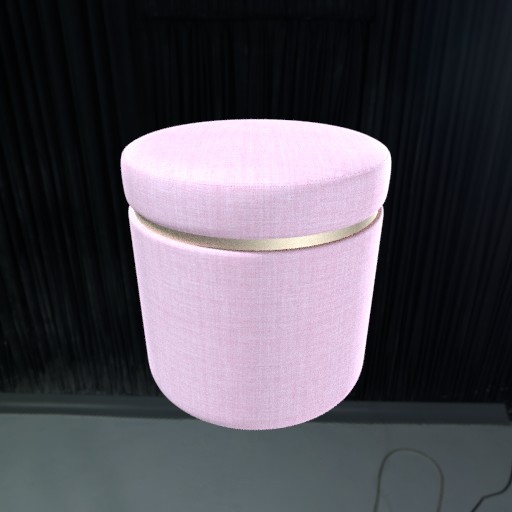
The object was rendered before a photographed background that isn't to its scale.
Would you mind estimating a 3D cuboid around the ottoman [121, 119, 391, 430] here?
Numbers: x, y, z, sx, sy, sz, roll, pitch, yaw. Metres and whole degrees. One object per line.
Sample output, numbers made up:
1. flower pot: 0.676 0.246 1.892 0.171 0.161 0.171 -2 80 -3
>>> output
1. ottoman: 0.000 0.000 0.755 0.400 0.406 0.400 0 26 0
